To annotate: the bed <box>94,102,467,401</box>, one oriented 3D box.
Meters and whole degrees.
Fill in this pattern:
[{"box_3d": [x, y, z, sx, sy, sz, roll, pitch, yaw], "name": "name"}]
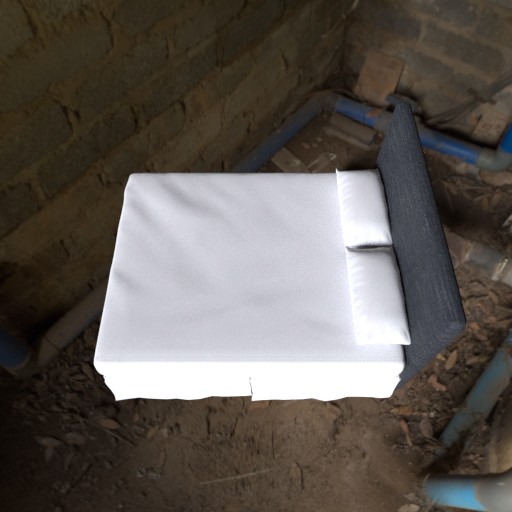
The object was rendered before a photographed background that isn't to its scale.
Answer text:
[{"box_3d": [0.000, 0.000, 3.150, 2.142, 1.330, 1.723, 0, 59, 0], "name": "bed"}]
